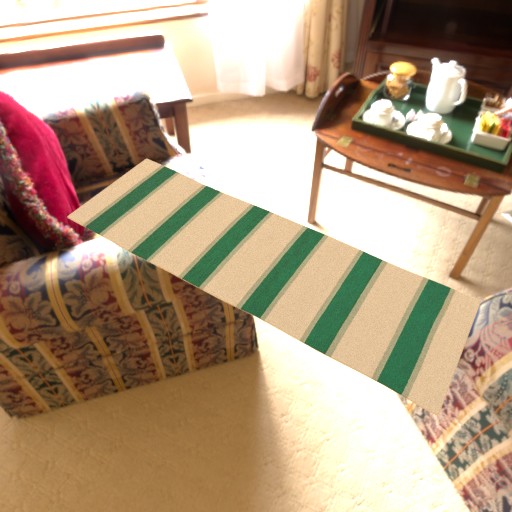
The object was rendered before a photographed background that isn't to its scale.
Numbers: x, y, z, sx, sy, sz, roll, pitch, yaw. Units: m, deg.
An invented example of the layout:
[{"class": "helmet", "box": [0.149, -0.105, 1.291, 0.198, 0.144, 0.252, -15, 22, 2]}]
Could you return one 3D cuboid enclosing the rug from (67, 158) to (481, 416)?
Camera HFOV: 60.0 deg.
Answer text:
[{"class": "rug", "box": [0.000, 0.000, 2.656, 2.438, 0.012, 0.768, 25, 53, 21]}]
